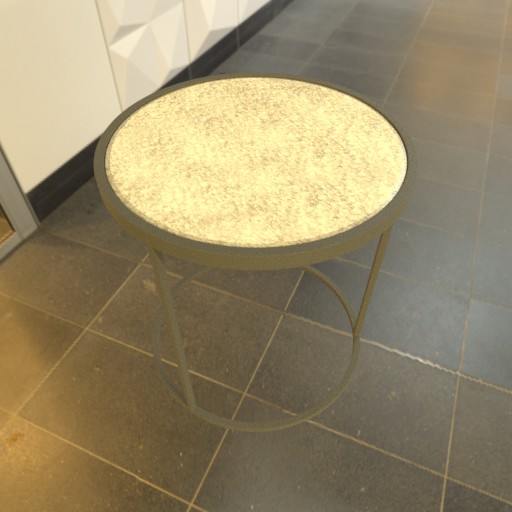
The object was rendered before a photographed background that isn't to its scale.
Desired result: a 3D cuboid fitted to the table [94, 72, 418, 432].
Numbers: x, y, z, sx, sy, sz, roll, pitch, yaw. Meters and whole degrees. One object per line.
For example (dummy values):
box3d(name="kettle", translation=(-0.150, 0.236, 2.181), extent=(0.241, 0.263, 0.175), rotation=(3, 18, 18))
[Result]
box3d(name="table", translation=(0.000, 0.000, 0.841), extent=(0.470, 0.498, 0.470), rotation=(0, 47, 0))
